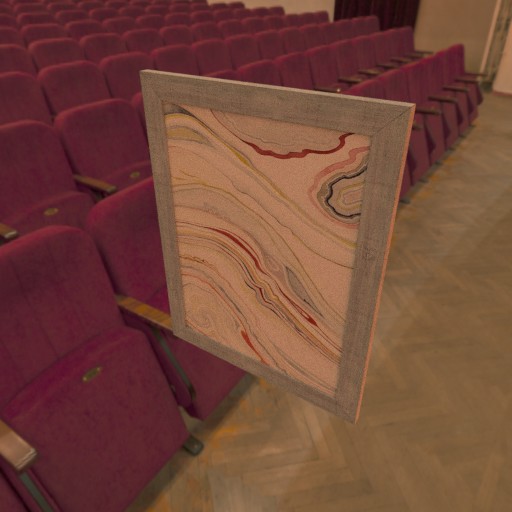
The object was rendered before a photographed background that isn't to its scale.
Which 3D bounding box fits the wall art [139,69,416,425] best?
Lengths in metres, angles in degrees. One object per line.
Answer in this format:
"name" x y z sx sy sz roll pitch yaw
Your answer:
"wall art" 0.000 0.000 0.837 0.481 0.613 0.020 19 36 28
